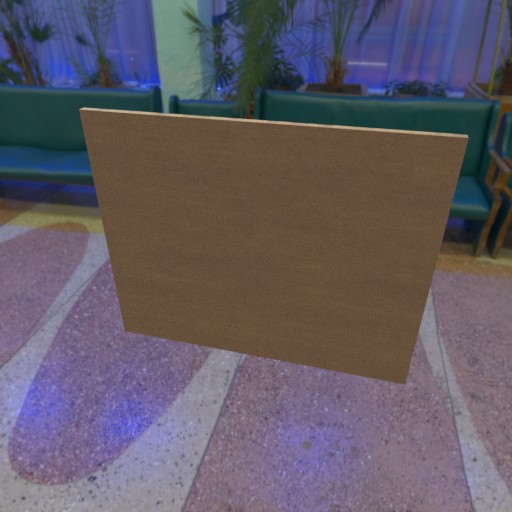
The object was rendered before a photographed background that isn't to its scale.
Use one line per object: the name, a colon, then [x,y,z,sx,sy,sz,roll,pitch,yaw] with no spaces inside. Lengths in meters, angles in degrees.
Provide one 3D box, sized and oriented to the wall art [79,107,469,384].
wall art: [0.000,0.000,0.676,0.508,0.408,0.012,8,33,12]
